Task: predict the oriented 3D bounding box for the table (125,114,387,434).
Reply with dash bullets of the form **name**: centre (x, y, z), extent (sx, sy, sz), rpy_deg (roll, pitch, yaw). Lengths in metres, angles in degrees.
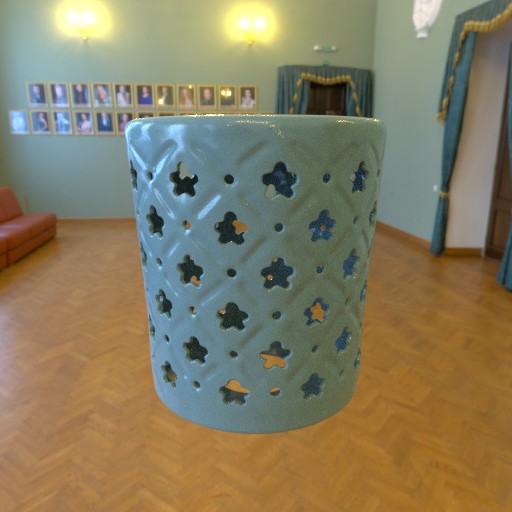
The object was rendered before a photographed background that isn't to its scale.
- **table**: centre (0.000, 0.000, 0.659), extent (0.352, 0.387, 0.352), rpy_deg (0, 14, 0)
